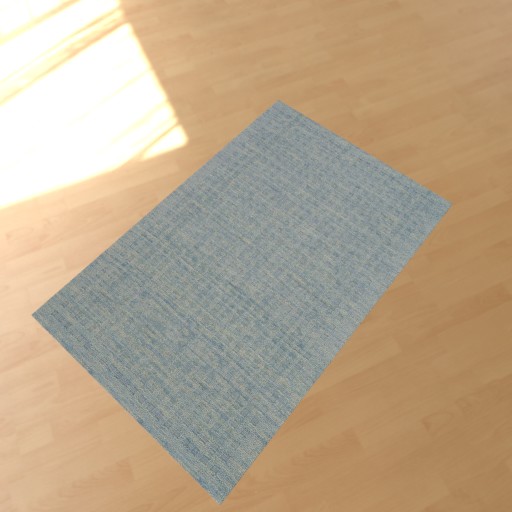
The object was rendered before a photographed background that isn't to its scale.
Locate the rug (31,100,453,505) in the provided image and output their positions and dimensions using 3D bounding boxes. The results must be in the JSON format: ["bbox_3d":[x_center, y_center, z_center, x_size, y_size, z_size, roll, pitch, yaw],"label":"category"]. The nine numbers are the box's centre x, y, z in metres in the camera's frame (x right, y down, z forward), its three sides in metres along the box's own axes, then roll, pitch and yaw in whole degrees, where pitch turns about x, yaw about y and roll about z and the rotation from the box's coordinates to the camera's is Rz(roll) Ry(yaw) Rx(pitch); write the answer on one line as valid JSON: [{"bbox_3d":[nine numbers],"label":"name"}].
[{"bbox_3d":[0.000,0.000,2.118,1.142,0.006,1.752,37,68,18],"label":"rug"}]
